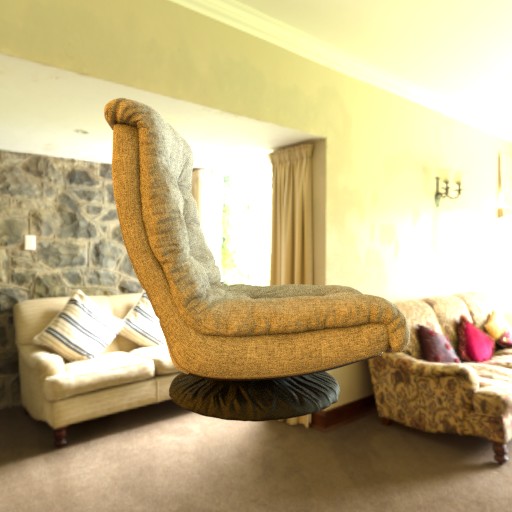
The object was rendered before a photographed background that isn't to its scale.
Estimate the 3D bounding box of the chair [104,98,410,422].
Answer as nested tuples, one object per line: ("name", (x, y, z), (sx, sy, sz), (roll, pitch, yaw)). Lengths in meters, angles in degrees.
("chair", (0.000, 0.000, 0.975), (0.583, 0.600, 0.400), (0, 1, 0))
